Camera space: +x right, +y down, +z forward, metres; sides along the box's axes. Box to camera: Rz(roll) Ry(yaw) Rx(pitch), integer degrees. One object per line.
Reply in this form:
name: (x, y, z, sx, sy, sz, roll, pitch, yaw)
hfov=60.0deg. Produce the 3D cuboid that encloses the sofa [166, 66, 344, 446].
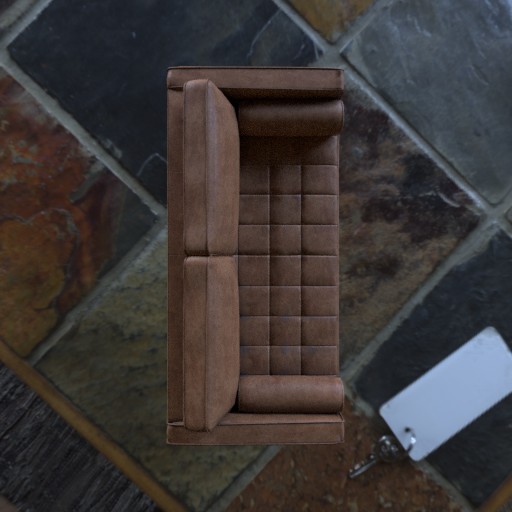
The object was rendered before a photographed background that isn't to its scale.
sofa: (0.000, 0.000, 2.424, 0.924, 0.825, 1.920, 0, 90, -1)
